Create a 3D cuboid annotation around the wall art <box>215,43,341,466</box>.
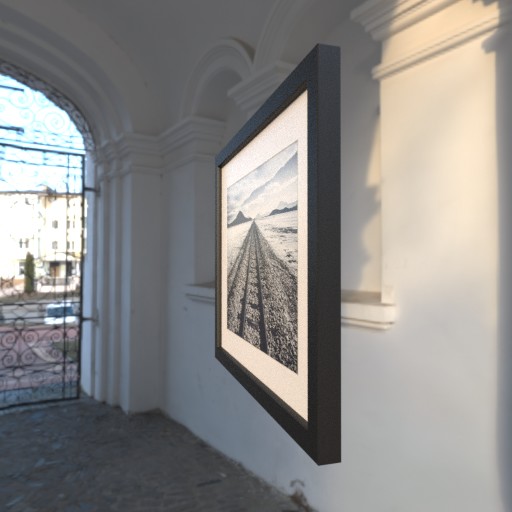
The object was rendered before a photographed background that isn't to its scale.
[{"bbox_3d":[0.000,0.000,0.750,0.029,0.458,0.559,0,-1,-17],"label":"wall art"}]
